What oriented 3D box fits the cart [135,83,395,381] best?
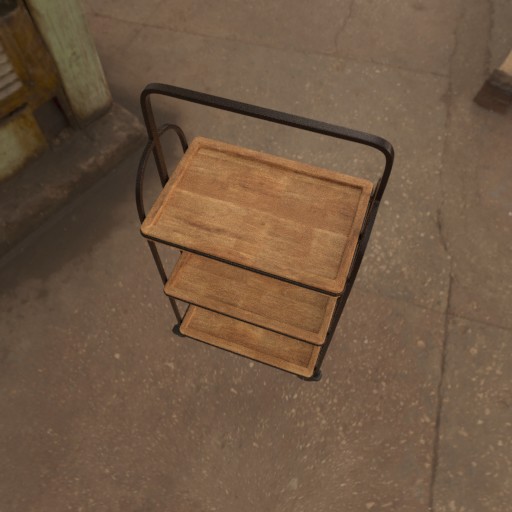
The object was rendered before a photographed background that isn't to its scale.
[{"bbox_3d":[0.000,0.000,1.216,0.553,1.001,0.327,17,60,10],"label":"cart"}]
